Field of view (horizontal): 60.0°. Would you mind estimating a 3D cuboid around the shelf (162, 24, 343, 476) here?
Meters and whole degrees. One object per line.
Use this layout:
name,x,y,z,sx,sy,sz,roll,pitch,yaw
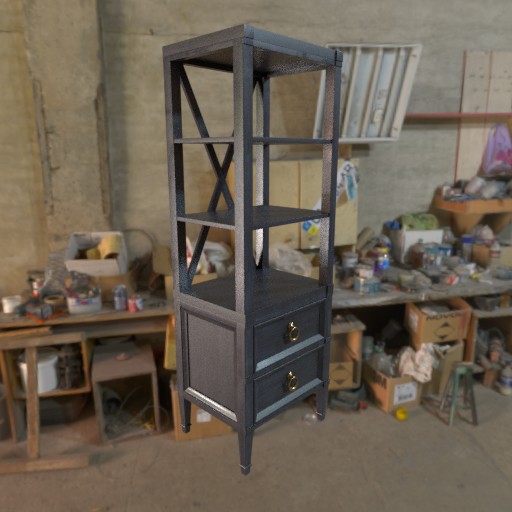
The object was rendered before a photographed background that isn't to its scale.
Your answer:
shelf,0.000,0.000,2.000,0.472,1.727,0.584,12,18,43
